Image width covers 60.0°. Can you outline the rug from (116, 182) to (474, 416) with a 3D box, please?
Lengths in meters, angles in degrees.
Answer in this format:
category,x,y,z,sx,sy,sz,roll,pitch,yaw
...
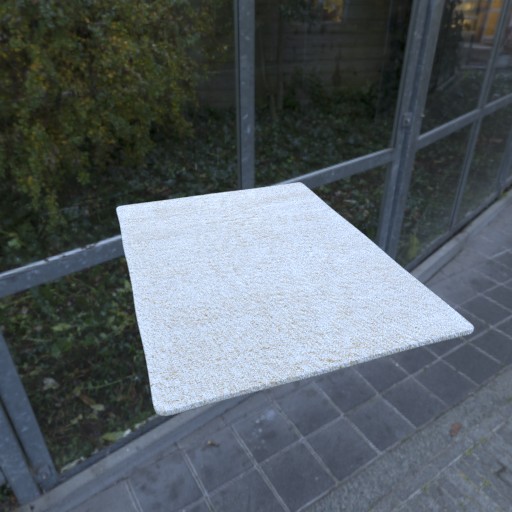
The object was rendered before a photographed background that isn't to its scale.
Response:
category,x,y,z,sx,sy,sz,roll,pitch,yaw
rug,0.000,0.000,2.151,1.200,0.027,1.600,-10,32,-17
